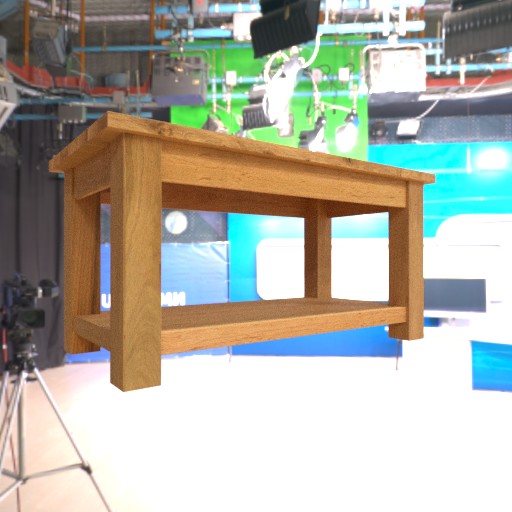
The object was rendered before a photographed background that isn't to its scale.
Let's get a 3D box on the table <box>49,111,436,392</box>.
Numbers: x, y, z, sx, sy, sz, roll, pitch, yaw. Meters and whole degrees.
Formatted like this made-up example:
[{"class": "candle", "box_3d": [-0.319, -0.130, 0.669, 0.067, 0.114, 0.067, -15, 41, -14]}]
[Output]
[{"class": "table", "box_3d": [0.000, 0.000, 1.141, 0.899, 0.452, 0.450, 0, 0, -36]}]
